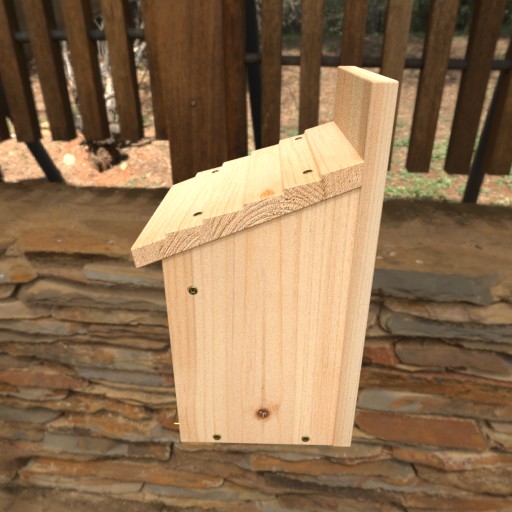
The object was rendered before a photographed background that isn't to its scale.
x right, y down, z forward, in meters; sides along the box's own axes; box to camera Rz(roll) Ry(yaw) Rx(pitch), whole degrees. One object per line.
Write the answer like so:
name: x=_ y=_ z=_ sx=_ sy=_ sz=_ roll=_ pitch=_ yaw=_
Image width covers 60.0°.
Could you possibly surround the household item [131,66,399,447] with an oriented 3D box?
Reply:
household item: x=0.000 y=0.000 z=0.390 sx=0.171 sy=0.300 sz=0.149 roll=1 pitch=26 yaw=1
